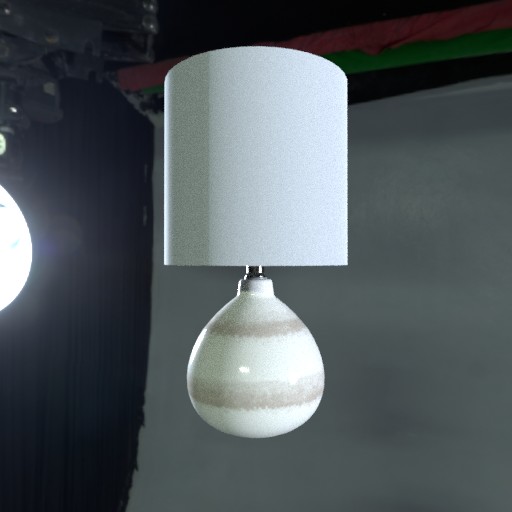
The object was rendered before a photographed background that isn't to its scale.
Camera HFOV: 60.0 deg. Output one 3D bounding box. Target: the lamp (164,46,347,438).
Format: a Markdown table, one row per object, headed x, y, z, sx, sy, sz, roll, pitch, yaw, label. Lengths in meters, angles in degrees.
| x | y | z | sx | sy | sz | roll | pitch | yaw | label |
| --- | --- | --- | --- | --- | --- | --- | --- | --- | --- |
| 0.000 | 0.000 | 0.535 | 0.217 | 0.404 | 0.217 | 0 | 0 | 16 | lamp |
